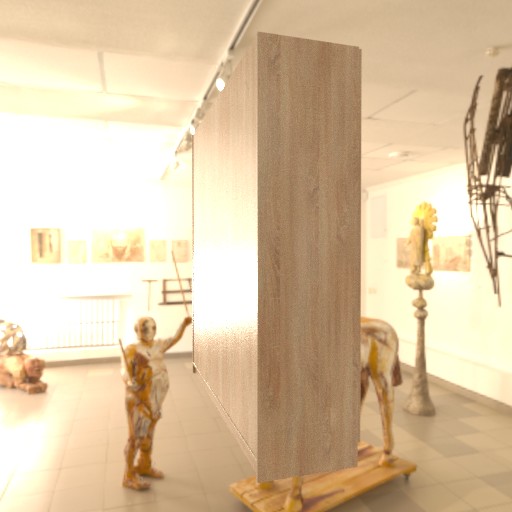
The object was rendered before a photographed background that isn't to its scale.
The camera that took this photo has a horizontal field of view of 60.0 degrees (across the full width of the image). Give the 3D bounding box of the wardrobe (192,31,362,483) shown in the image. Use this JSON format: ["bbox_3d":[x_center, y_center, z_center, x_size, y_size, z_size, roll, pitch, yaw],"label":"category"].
[{"bbox_3d":[0.000,0.000,3.157,0.598,2.159,1.998,0,1,-17],"label":"wardrobe"}]
